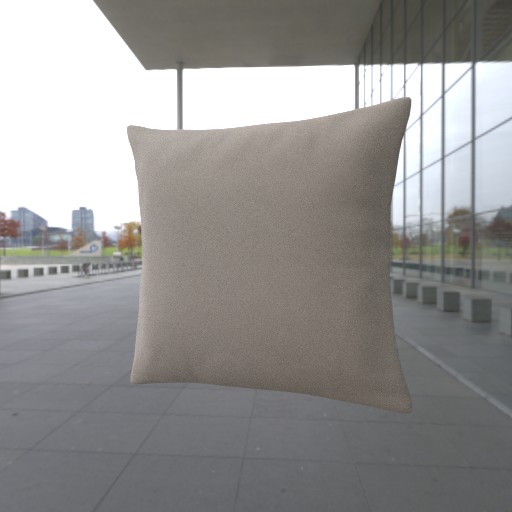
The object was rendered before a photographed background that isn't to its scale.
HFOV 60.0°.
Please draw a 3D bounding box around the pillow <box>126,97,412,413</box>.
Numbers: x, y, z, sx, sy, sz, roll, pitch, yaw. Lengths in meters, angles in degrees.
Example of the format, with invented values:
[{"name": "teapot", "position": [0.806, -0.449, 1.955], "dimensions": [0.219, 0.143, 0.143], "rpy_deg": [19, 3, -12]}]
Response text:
[{"name": "pillow", "position": [0.000, 0.000, 0.788], "dimensions": [0.526, 0.507, 0.166], "rpy_deg": [0, 1, 18]}]
